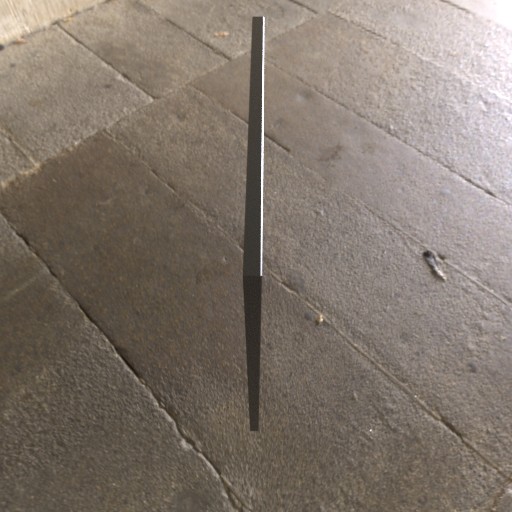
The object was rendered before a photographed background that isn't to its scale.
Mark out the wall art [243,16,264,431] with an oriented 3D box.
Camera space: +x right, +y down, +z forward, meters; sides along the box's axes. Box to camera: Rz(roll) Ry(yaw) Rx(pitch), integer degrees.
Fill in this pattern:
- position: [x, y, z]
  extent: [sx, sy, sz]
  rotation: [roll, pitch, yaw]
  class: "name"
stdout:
- position: [0.000, 0.000, 1.334]
  extent: [0.030, 1.027, 0.774]
  rotation: [1, 56, 0]
  class: "wall art"
